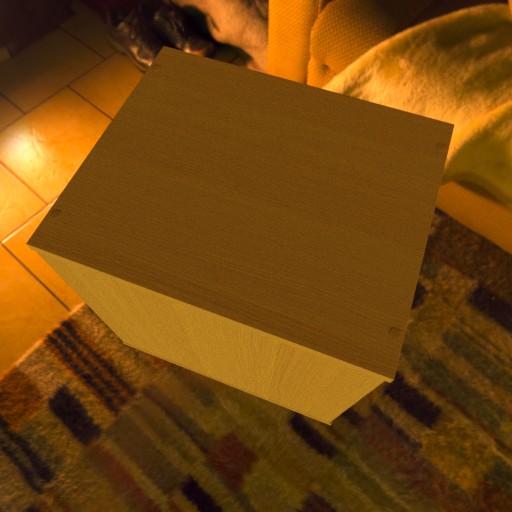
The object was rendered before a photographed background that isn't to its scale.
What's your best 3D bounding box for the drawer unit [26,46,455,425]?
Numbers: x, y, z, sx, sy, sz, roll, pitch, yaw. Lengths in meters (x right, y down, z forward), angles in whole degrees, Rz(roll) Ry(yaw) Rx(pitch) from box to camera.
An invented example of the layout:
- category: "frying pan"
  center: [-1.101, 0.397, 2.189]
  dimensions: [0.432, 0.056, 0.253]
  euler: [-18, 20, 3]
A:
- category: "drawer unit"
  center: [0.000, 0.000, 0.599]
  dimensions: [0.349, 0.344, 0.290]
  euler: [19, 65, 9]
